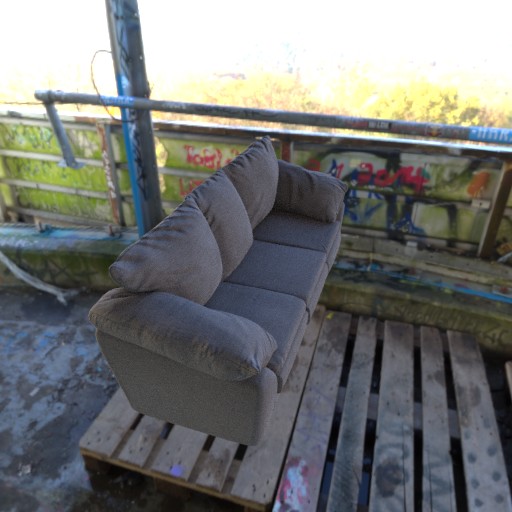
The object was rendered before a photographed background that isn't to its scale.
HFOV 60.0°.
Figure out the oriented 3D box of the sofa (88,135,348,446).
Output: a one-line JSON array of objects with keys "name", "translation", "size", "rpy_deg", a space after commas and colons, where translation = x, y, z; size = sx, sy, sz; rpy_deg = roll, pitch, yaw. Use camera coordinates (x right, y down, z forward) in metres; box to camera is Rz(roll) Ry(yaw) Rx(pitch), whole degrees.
[{"name": "sofa", "translation": [0.000, 0.000, 2.966], "size": [0.927, 1.043, 2.390], "rpy_deg": [10, 32, 16]}]
